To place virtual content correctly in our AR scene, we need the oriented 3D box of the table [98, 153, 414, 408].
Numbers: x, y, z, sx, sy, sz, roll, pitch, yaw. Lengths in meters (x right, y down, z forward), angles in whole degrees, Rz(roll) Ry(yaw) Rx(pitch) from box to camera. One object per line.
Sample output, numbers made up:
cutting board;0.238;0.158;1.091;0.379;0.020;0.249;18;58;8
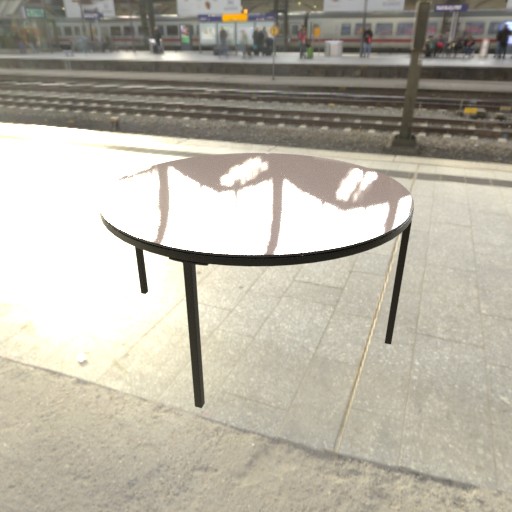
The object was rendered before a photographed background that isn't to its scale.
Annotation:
table;0.000;0.000;1.264;0.800;0.400;0.800;0;26;0
